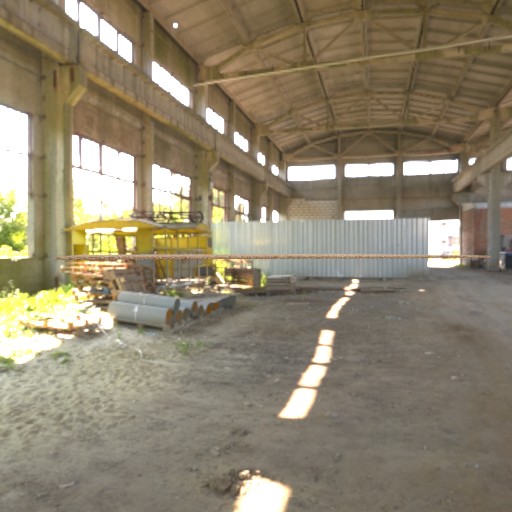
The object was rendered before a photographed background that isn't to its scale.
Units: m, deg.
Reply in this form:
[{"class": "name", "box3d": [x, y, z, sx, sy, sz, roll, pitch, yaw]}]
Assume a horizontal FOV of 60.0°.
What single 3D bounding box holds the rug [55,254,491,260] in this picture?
[{"class": "rug", "box3d": [0.000, 0.000, 2.749, 2.141, 0.013, 1.566, 0, 1, -18]}]
